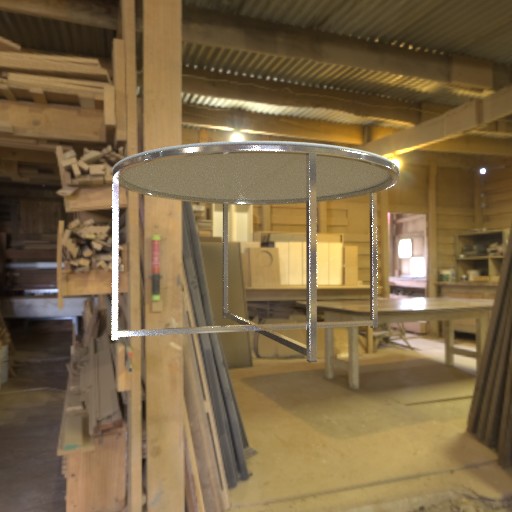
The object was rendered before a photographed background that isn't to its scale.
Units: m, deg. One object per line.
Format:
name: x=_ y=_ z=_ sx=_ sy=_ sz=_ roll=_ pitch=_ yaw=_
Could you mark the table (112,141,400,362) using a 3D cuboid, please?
table: x=0.000 y=0.000 z=1.292 sx=0.800 sy=0.450 sz=0.800 roll=0 pitch=-1 yaw=0
